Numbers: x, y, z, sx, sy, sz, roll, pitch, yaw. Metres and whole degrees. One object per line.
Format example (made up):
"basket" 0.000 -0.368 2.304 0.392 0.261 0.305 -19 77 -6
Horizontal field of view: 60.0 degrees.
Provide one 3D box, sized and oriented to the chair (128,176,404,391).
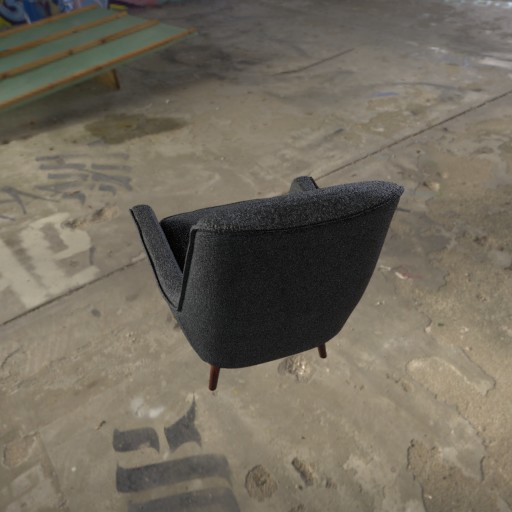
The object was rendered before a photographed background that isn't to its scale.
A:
"chair" 0.000 0.000 1.512 0.763 0.883 0.859 -12 42 -14
